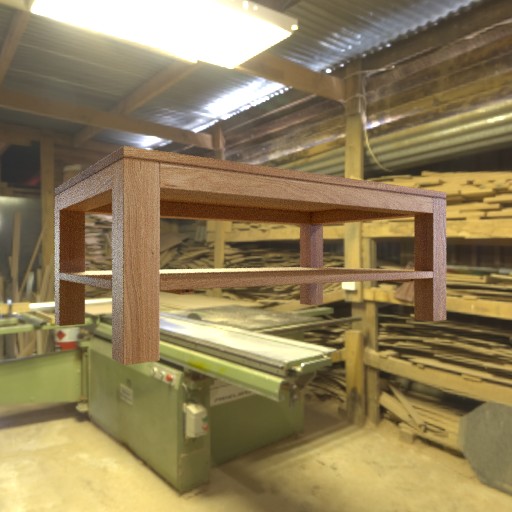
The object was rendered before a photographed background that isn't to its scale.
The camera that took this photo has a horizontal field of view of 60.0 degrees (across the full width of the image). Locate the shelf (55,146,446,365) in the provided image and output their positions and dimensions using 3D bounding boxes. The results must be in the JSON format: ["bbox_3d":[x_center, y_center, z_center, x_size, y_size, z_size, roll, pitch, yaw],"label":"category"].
[{"bbox_3d":[0.000,0.000,1.522,1.150,0.450,0.700,0,0,-35],"label":"shelf"}]
